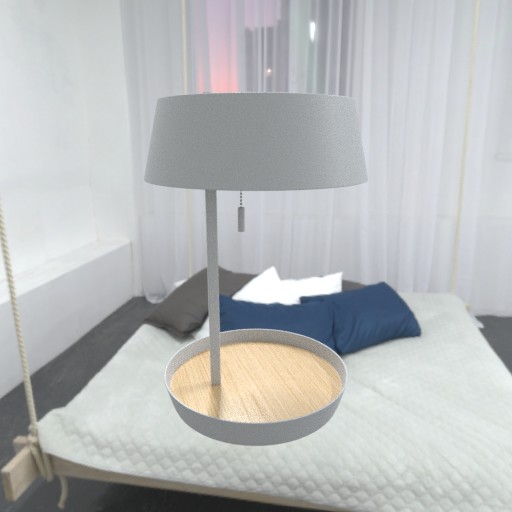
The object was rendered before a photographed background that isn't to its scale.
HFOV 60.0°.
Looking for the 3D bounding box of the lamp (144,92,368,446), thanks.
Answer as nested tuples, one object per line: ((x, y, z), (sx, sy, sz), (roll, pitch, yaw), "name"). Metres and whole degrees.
((0.000, 0.000, 0.620), (0.291, 0.429, 0.291), (0, 15, 0), "lamp")
